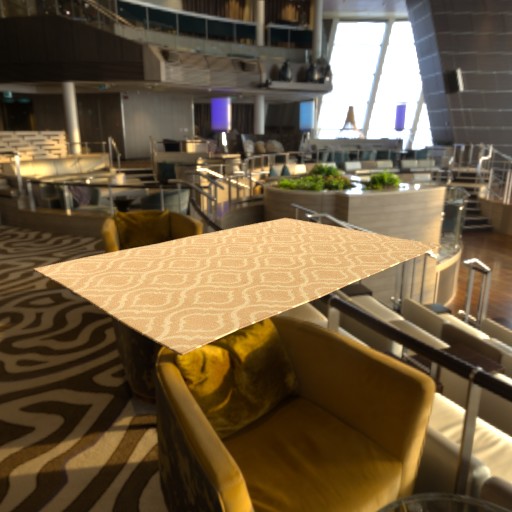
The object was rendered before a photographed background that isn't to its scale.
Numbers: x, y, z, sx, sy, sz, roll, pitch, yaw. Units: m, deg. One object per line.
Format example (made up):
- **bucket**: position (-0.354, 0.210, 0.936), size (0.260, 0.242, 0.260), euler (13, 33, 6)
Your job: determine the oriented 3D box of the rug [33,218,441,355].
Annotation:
- **rug**: position (0.000, 0.000, 2.232), size (1.152, 0.013, 1.761), euler (15, 22, 43)
